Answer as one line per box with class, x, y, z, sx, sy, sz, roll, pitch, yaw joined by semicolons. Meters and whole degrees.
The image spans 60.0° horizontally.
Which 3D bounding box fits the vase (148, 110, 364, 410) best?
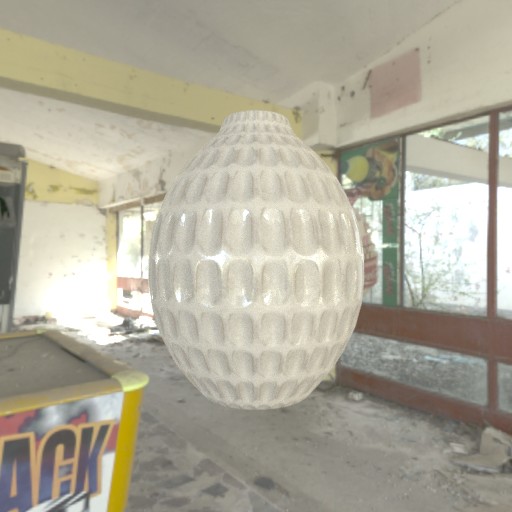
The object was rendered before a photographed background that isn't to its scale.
vase;0.000;0.000;0.270;0.128;0.167;0.128;0;0;0
